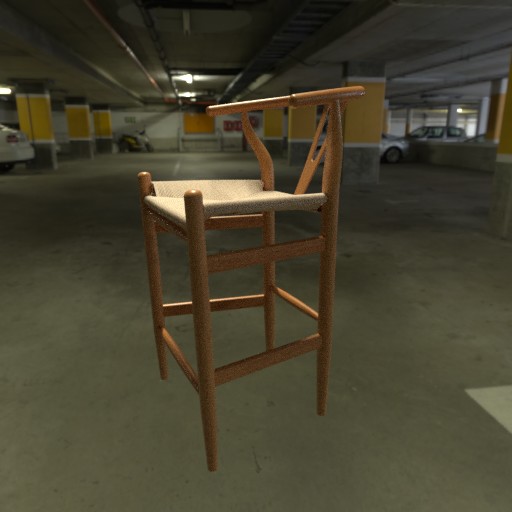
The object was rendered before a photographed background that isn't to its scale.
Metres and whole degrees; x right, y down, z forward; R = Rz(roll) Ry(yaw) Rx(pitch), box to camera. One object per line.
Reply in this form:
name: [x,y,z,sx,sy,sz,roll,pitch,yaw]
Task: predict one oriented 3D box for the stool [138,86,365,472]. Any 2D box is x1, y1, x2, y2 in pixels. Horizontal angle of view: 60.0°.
stool: [0.000,0.000,1.346,0.579,0.970,0.569,-7,17,-25]
